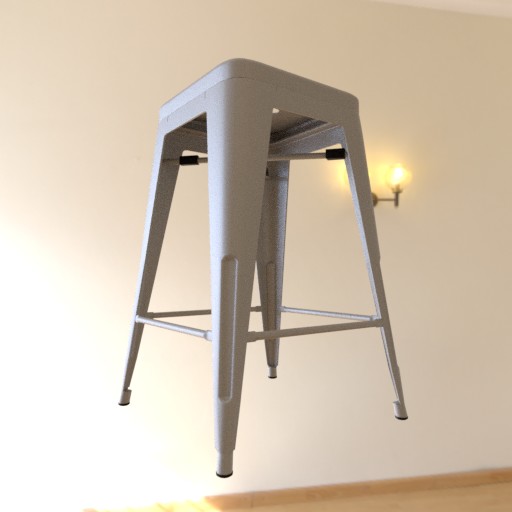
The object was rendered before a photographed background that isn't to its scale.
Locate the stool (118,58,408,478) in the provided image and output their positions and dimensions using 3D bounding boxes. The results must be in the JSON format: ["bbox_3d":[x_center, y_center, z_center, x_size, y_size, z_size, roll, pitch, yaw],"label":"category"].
[{"bbox_3d":[0.000,0.000,0.875,0.410,0.608,0.410,1,-2,-36],"label":"stool"}]
